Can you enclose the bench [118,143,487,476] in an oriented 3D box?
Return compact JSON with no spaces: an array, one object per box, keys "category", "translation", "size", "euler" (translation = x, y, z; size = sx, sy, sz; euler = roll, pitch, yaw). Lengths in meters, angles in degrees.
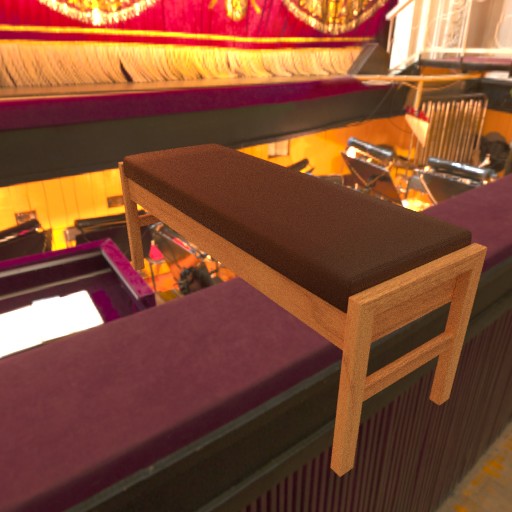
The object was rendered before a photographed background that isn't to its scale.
[{"category":"bench","translation":[0.000,0.000,1.404],"size":[0.405,0.480,1.200],"euler":[-17,31,-31]}]
